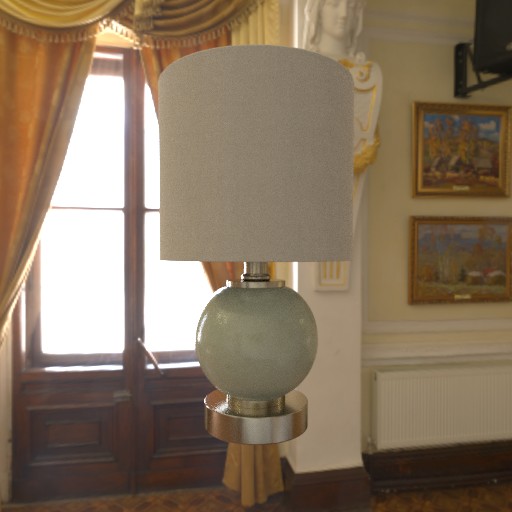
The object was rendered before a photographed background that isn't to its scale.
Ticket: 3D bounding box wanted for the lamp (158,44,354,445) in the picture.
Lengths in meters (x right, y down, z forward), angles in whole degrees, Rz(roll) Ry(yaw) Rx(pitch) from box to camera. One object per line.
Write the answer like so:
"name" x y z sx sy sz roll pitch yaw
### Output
"lamp" 0.000 0.000 0.467 0.201 0.353 0.201 0 0 2
